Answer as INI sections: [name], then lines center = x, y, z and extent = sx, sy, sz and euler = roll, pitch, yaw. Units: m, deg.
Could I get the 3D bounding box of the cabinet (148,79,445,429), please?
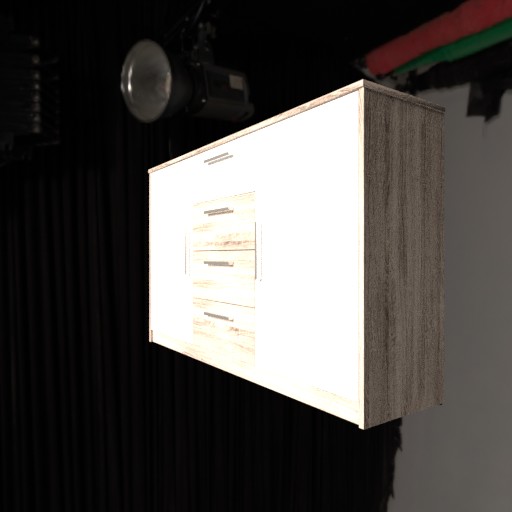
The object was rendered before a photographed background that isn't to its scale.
[cabinet]
center = 0.000, 0.000, 1.824
extent = 0.380, 0.900, 1.450
euler = 0, 0, -35
